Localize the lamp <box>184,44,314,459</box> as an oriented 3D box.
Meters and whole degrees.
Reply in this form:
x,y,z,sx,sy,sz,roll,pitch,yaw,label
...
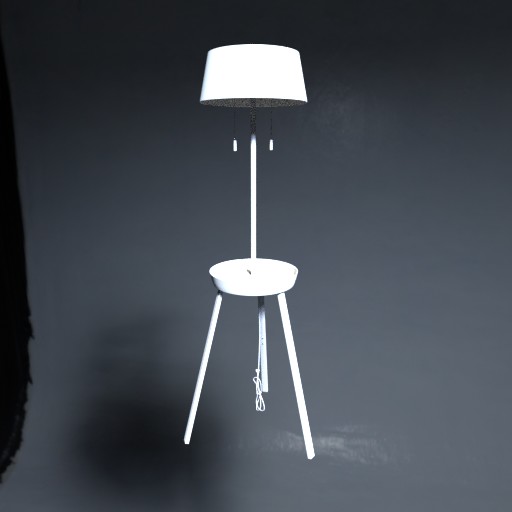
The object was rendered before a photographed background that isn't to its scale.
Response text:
x,y,z,sx,sy,sz,roll,pitch,yaw,label
0.000,0.000,1.696,0.508,1.429,0.468,3,15,10,lamp
